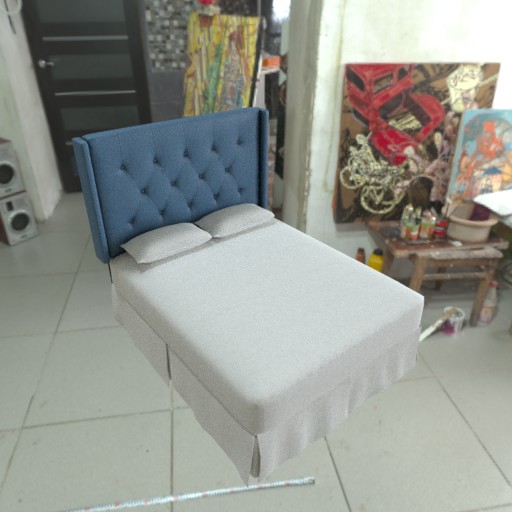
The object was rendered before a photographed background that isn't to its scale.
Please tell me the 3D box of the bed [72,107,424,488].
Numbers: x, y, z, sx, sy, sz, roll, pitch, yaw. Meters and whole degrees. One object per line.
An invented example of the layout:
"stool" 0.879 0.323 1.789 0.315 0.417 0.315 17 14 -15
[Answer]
"bed" 0.000 0.000 3.330 1.719 1.665 2.078 -22 37 -33
